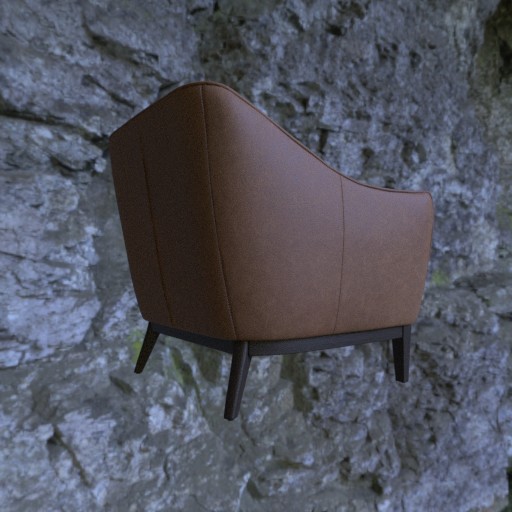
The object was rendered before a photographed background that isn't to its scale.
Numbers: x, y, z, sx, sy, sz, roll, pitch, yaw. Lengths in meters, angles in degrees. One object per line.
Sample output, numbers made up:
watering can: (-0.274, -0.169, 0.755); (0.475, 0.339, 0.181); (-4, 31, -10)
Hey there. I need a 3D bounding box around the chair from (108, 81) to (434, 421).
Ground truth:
chair: (0.000, 0.000, 1.523); (0.852, 0.830, 0.871); (1, -1, -37)
